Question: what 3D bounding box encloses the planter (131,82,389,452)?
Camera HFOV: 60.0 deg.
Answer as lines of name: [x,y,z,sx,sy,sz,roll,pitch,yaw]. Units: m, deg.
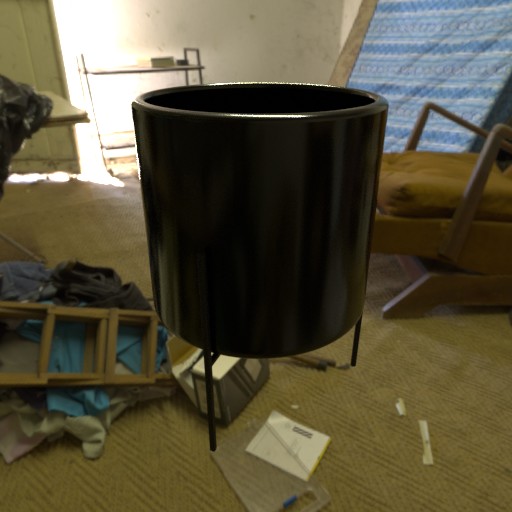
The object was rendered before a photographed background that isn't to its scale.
planter: [0.000,0.000,0.627,0.310,0.432,0.310,19,33,33]
